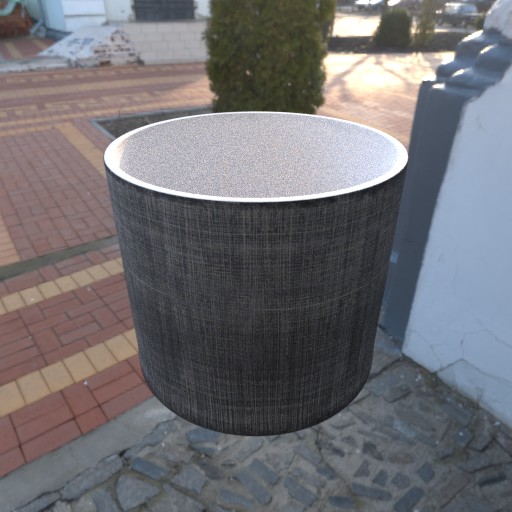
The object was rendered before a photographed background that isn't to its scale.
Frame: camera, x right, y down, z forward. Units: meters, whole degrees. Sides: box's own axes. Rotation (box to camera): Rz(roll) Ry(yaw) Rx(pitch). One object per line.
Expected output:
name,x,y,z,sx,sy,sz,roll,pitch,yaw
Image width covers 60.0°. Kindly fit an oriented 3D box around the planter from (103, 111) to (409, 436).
planter,0.000,0.000,0.309,0.178,0.157,0.178,0,30,0
